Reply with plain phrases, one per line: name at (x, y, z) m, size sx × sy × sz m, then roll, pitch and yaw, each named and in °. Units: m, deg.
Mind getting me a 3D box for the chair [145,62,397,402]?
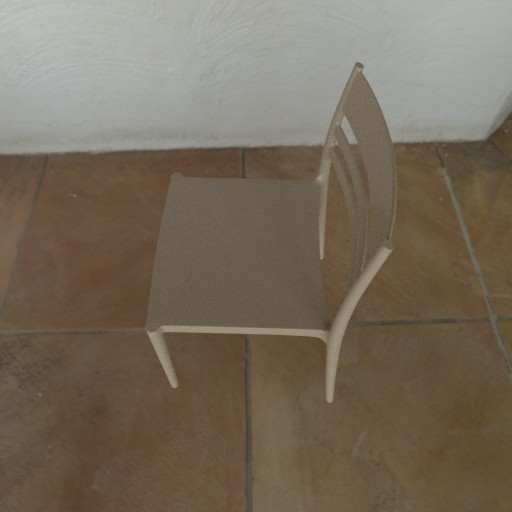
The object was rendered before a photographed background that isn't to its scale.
chair at (0.000, 0.000, 1.144) m, size 0.511 × 0.800 × 0.531 m, roll 1°, pitch 58°, yaw 1°
